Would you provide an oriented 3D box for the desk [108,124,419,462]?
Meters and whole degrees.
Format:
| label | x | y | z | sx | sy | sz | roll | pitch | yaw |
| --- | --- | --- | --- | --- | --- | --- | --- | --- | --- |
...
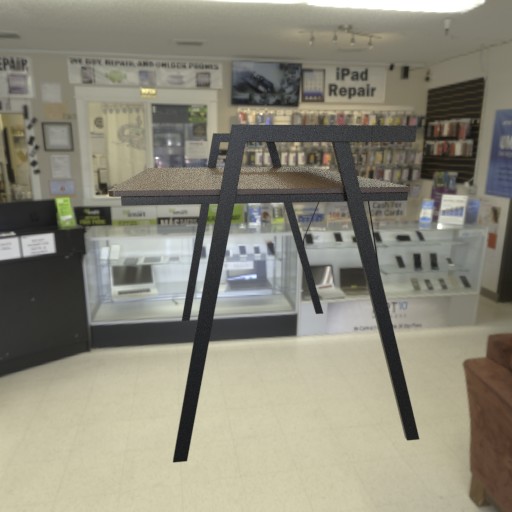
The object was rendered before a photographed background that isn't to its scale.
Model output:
| label | x | y | z | sx | sy | sz | roll | pitch | yaw |
| --- | --- | --- | --- | --- | --- | --- | --- | --- | --- |
| desk | 0.000 | 0.000 | 1.831 | 0.936 | 0.998 | 1.143 | -2 | 14 | -8 |
